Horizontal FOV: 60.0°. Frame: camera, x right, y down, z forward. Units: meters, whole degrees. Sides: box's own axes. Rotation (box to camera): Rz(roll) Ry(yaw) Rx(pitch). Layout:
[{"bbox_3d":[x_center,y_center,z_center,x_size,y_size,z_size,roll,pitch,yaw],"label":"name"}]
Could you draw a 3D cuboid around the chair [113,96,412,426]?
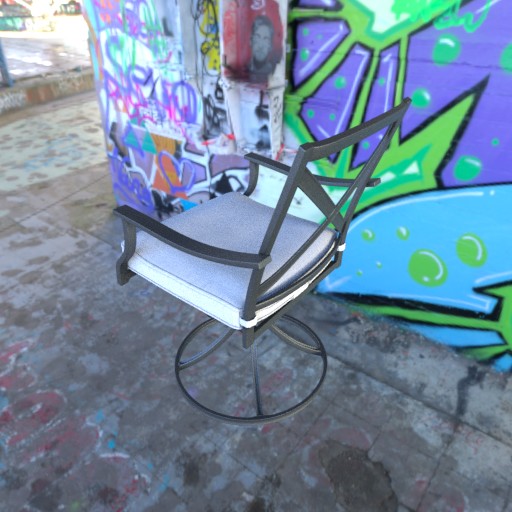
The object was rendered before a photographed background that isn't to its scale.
[{"bbox_3d":[0.000,0.000,1.298,0.620,0.889,0.575,22,38,31],"label":"chair"}]
